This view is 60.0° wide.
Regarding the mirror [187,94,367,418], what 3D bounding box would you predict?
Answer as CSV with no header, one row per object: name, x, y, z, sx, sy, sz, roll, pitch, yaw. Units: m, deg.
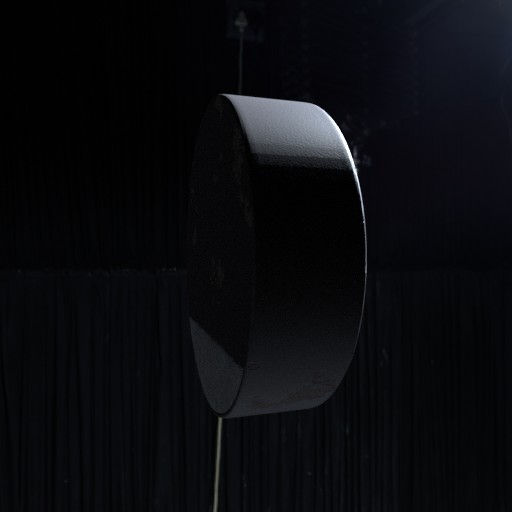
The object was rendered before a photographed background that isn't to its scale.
mirror,0.000,0.000,0.575,0.126,0.386,0.386,0,1,-17
